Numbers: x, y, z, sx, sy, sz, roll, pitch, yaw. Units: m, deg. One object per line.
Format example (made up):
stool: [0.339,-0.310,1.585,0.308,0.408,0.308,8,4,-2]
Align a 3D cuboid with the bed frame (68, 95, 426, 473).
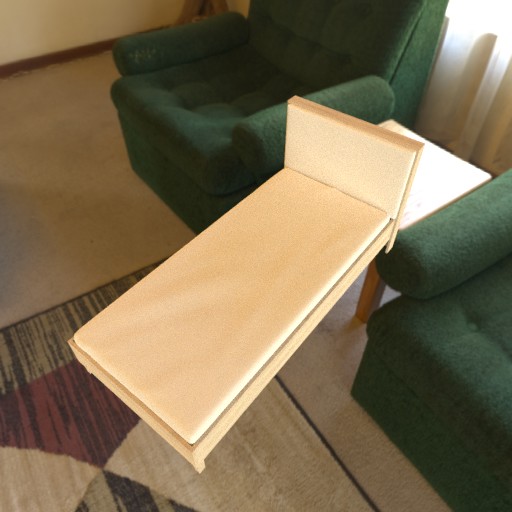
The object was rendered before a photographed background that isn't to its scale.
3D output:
bed frame: [0.000,0.000,2.730,0.990,0.920,2.140,30,54,25]
